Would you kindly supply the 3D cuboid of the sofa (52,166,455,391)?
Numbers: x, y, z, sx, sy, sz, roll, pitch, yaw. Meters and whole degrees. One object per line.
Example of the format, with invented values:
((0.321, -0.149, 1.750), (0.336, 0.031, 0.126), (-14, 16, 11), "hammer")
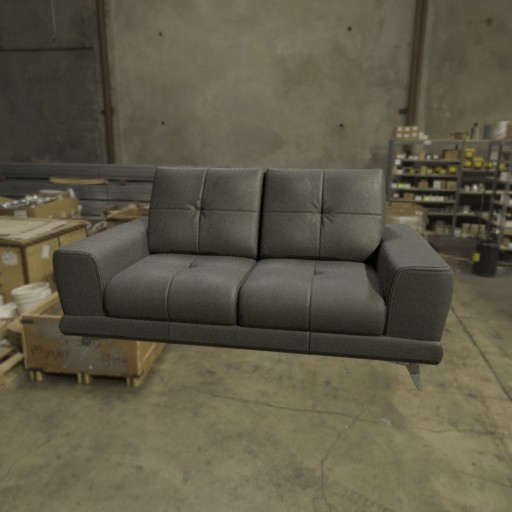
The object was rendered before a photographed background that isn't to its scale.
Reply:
((0.000, 0.000, 2.383), (1.806, 0.907, 1.018), (3, 15, 10), "sofa")
